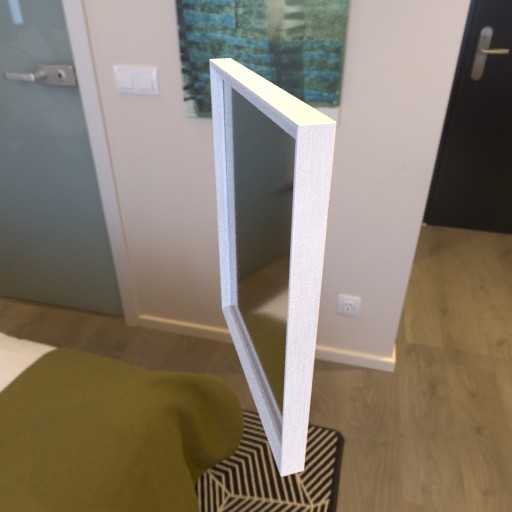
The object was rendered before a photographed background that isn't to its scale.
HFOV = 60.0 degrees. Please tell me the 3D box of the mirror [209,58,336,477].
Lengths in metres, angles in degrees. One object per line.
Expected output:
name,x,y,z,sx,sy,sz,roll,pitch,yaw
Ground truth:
mirror,0.000,0.000,0.683,0.041,0.509,0.406,-8,32,-14
